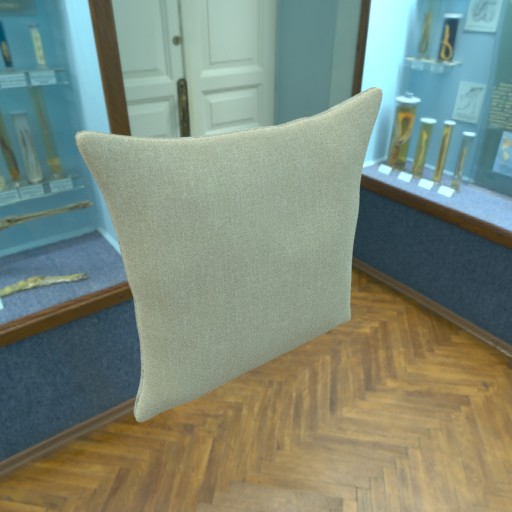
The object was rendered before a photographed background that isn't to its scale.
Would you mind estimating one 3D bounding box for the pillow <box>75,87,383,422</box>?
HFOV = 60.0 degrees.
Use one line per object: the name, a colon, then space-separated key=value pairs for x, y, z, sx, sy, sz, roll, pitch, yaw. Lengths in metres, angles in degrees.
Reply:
pillow: x=0.000 y=0.000 z=0.655 sx=0.436 sy=0.432 sz=0.138 roll=-19 pitch=36 yaw=-29
